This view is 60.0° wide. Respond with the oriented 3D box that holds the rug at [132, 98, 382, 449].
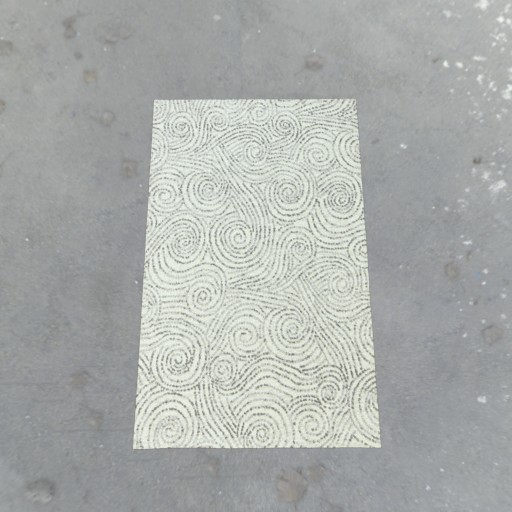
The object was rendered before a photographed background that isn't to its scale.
[{"bbox_3d":[0.000,0.000,3.020,1.524,0.005,2.439,0,75,0],"label":"rug"}]
